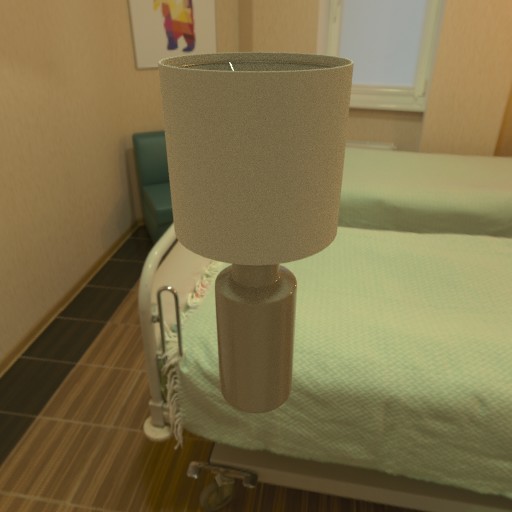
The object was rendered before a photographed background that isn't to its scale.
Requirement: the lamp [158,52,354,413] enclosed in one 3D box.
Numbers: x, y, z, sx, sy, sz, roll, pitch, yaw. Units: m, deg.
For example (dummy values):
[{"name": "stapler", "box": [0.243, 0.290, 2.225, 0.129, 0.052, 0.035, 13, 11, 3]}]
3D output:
[{"name": "lamp", "box": [0.000, 0.000, 0.607, 0.212, 0.493, 0.212, -10, 31, -17]}]
